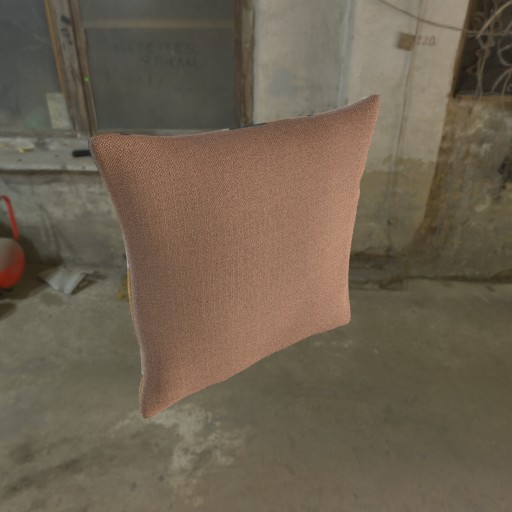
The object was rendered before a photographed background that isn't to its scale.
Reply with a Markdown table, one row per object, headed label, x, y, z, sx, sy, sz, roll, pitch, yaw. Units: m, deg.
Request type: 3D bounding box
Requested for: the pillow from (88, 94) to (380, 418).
| label | x | y | z | sx | sy | sz | roll | pitch | yaw |
| --- | --- | --- | --- | --- | --- | --- | --- | --- | --- |
| pillow | 0.000 | 0.000 | 0.747 | 0.478 | 0.479 | 0.158 | -18 | 35 | -29 |
